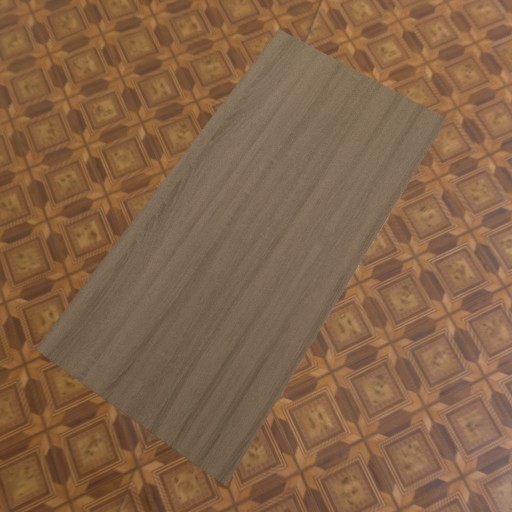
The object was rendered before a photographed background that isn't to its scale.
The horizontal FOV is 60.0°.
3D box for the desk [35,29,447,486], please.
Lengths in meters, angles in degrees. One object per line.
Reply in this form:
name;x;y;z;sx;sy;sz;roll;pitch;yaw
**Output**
desk;0.000;0.000;1.792;0.690;0.745;1.380;32;77;8
